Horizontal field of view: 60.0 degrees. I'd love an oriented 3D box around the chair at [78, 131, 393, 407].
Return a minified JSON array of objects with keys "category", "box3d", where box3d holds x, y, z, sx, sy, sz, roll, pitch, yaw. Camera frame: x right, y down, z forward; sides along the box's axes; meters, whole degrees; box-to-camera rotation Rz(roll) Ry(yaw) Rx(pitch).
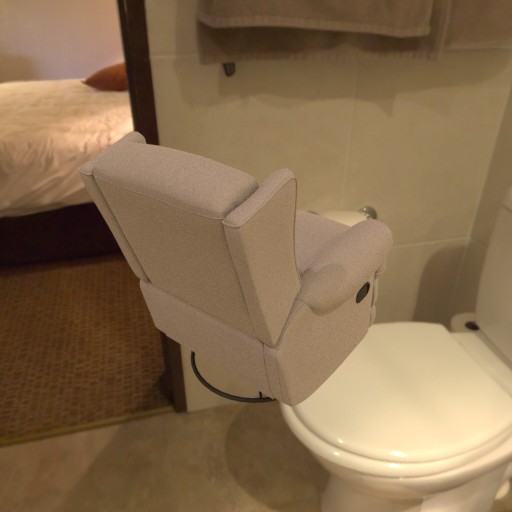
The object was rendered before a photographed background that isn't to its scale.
[{"category":"chair","box3d":[0.000,0.000,1.741,0.847,1.011,0.969,21,36,32]}]
